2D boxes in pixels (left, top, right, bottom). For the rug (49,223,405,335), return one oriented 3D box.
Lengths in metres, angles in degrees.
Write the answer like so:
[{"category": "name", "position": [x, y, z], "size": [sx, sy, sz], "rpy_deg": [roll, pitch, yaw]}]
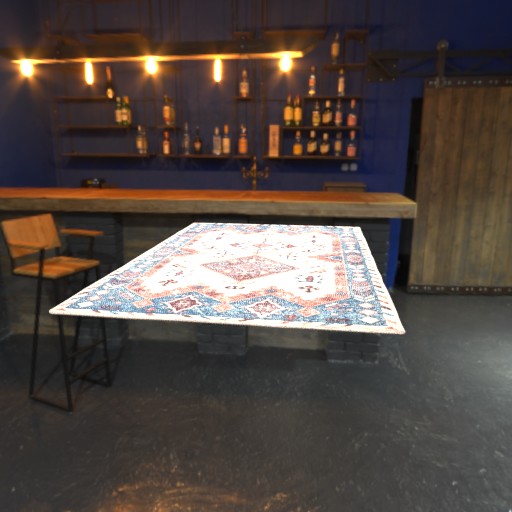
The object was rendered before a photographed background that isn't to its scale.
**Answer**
[{"category": "rug", "position": [0.000, 0.000, 2.356], "size": [1.225, 0.015, 1.840], "rpy_deg": [2, 14, 8]}]
